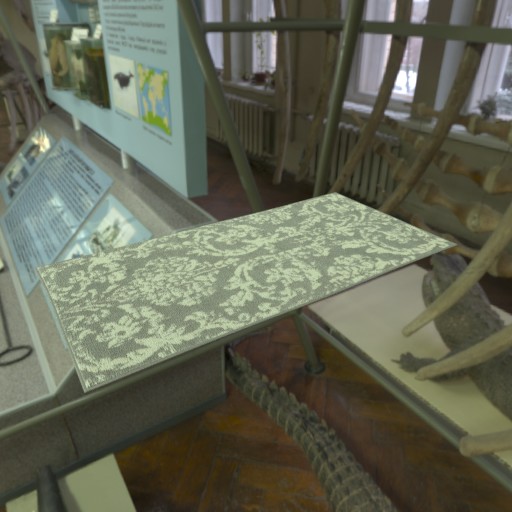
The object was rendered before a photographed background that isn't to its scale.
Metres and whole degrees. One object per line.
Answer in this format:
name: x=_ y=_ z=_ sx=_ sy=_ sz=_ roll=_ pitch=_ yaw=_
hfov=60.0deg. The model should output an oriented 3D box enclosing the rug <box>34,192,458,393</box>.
rug: x=0.000 y=0.000 z=1.412 sx=1.219 sy=0.007 sz=0.604 roll=-17 pitch=33 yaw=-29
